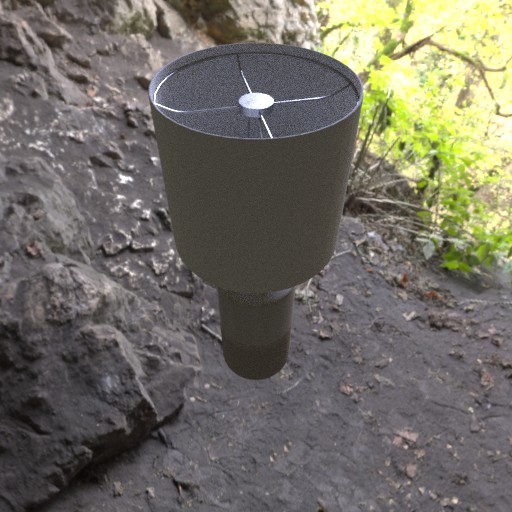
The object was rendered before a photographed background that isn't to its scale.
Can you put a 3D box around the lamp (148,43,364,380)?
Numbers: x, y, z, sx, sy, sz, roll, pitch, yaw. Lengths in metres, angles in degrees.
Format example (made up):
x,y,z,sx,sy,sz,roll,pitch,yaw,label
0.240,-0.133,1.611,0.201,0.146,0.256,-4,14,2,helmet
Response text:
x,y,z,sx,sy,sz,roll,pitch,yaw,label
0.000,0.000,0.617,0.212,0.493,0.212,-9,46,-9,lamp
